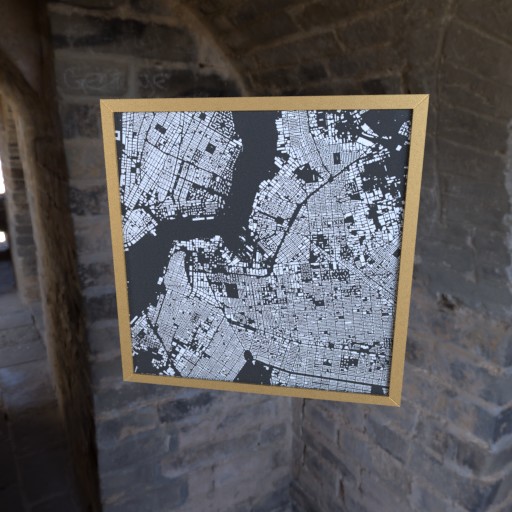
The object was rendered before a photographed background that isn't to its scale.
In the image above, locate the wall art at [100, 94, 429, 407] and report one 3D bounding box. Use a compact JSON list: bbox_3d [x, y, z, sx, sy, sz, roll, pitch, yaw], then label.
[{"bbox_3d":[0.000,0.000,2.856,1.926,1.926,0.099,2,15,9],"label":"wall art"}]
